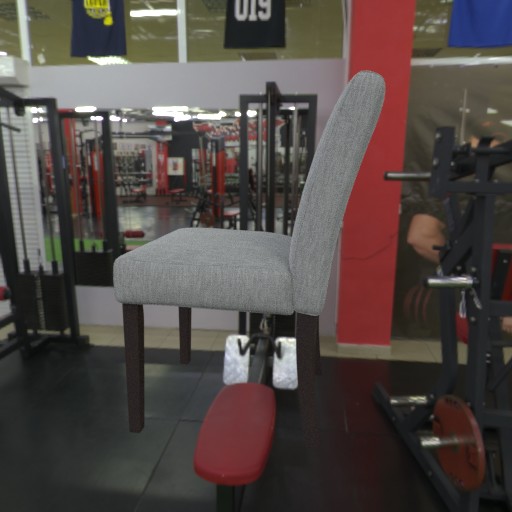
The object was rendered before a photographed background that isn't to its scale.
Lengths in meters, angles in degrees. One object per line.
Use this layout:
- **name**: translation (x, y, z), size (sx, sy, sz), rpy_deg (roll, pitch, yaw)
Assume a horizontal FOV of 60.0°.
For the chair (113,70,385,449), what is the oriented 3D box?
- **chair**: translation (0.000, 0.000, 1.236), size (0.629, 0.884, 0.487), rpy_deg (2, 13, 9)
